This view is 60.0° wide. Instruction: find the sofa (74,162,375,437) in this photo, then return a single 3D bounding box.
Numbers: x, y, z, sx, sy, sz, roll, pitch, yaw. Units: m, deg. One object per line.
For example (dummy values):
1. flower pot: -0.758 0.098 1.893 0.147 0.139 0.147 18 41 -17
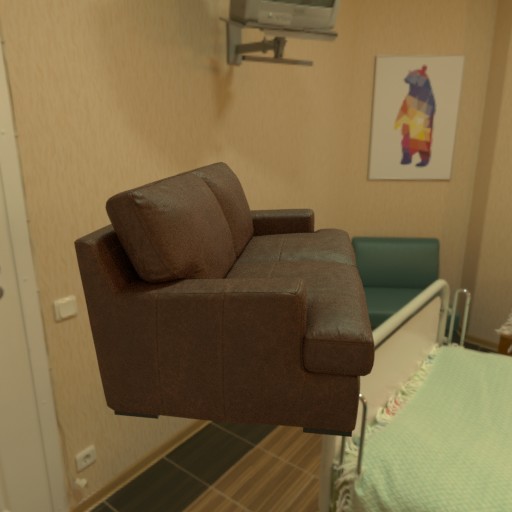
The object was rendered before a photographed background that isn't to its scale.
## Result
1. sofa: 0.000 0.000 2.508 1.143 0.939 1.880 2 16 8
